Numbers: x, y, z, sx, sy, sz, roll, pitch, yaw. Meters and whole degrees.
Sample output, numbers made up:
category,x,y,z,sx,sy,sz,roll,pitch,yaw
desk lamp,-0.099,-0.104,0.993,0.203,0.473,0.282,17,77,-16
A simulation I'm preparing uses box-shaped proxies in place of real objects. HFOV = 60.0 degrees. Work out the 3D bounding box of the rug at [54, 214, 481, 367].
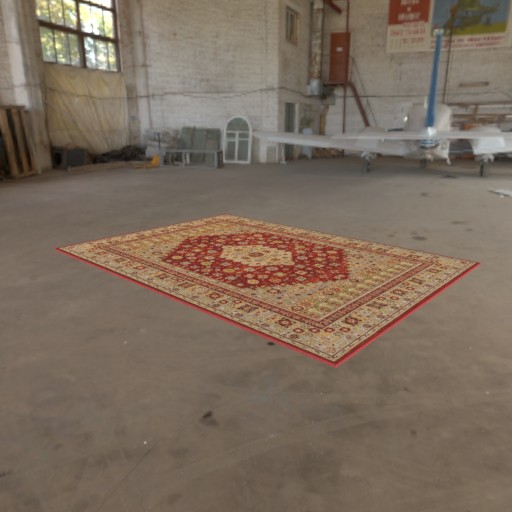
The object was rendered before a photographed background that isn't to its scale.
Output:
category,x,y,z,sx,sy,sz,roll,pitch,yaw
rug,0.000,0.000,2.818,2.211,0.013,1.593,15,22,40
